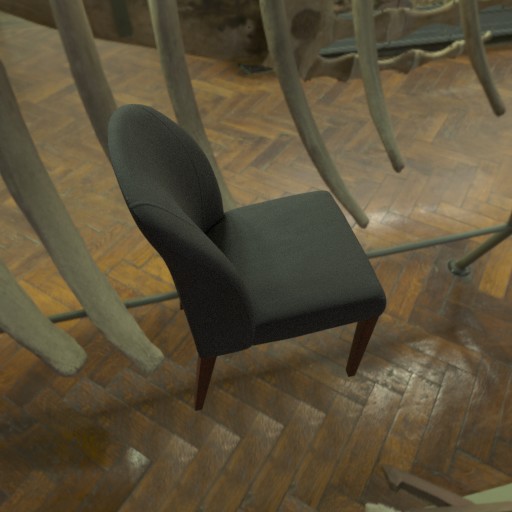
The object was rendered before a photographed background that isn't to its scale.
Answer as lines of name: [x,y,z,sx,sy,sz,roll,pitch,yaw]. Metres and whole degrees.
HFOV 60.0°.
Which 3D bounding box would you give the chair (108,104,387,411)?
chair: [0.000,0.000,1.268,0.619,0.879,0.506,-10,48,-9]
